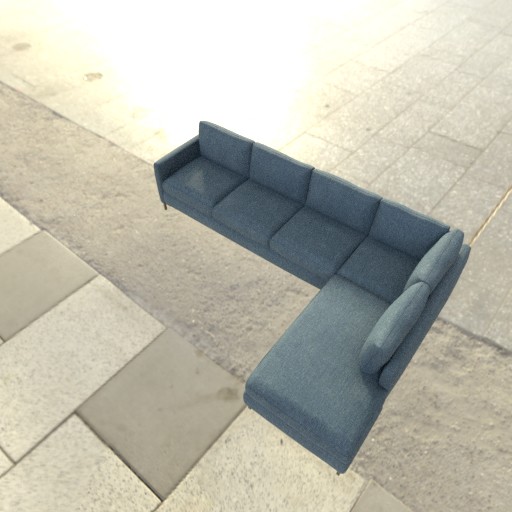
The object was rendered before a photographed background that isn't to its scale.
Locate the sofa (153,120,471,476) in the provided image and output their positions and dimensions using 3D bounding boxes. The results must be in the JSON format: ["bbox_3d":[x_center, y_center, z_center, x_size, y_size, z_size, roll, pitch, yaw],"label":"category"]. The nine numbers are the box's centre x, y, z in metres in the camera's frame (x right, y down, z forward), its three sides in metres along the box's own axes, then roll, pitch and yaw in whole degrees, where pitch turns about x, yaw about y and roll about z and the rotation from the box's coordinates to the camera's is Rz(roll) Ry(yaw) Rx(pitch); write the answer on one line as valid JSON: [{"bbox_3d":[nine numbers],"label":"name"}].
[{"bbox_3d":[0.000,0.000,3.790,2.949,0.815,2.007,30,54,24],"label":"sofa"}]
